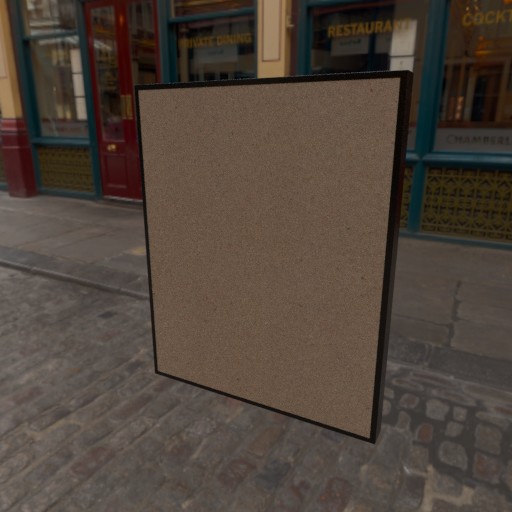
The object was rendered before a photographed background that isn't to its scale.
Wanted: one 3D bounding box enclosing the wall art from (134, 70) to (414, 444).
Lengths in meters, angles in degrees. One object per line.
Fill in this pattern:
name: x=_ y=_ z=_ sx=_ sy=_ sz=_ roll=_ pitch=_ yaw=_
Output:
wall art: x=0.000 y=0.000 z=0.742 sx=0.448 sy=0.551 sz=0.038 roll=9 pitch=18 yaw=27
